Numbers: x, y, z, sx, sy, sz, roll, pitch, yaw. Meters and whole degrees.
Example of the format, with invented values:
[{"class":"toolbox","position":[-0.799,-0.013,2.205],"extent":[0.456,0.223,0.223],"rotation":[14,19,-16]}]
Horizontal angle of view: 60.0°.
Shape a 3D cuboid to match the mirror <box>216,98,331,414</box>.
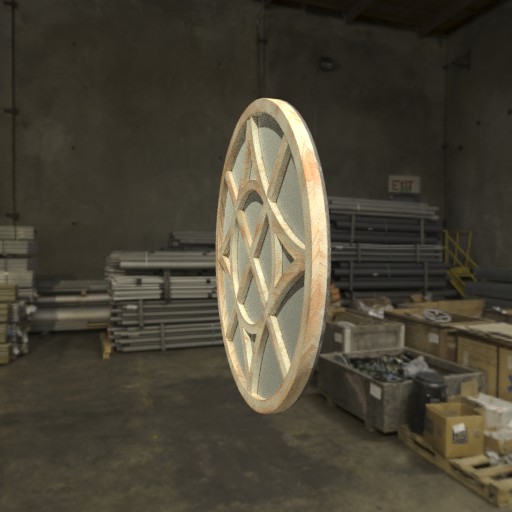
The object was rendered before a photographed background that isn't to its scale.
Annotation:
[{"class":"mirror","position":[0.000,0.000,1.060],"extent":[0.038,0.710,0.710],"rotation":[0,1,-18]}]
